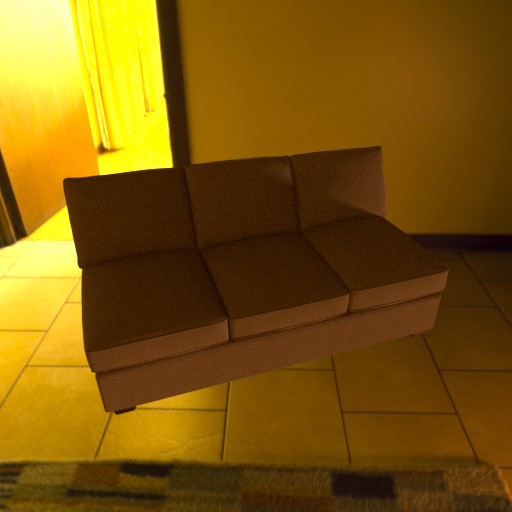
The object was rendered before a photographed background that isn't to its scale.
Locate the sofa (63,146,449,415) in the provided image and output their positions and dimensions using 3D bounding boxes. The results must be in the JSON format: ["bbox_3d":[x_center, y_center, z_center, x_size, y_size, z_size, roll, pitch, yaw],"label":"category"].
[{"bbox_3d":[0.000,0.000,2.769,2.092,1.036,1.127,-10,33,-16],"label":"sofa"}]
